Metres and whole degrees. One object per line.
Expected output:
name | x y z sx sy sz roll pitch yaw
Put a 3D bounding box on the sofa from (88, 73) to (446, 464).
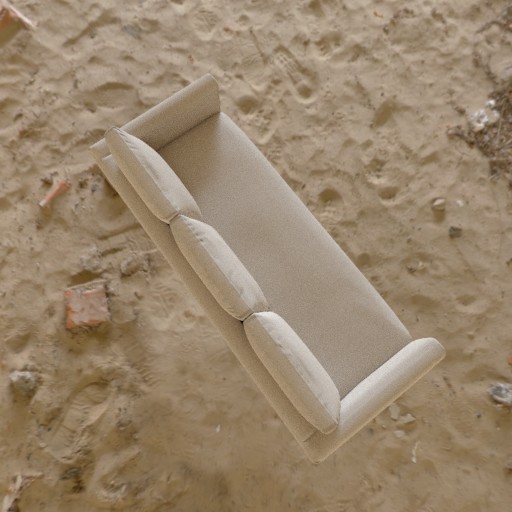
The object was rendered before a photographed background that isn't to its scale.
sofa | 0.000 0.000 2.700 0.902 0.911 2.198 -36 77 -9
